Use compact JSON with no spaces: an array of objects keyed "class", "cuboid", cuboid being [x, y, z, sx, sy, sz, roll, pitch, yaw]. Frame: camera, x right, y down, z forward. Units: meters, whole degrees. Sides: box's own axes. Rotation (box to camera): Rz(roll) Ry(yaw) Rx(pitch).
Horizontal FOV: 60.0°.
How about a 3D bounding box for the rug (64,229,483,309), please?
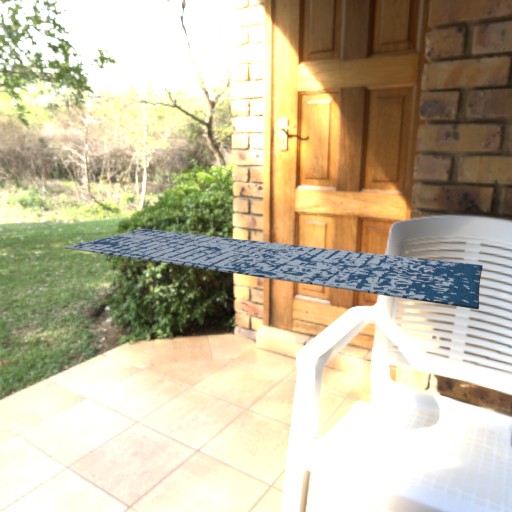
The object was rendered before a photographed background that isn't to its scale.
[{"class":"rug","cuboid":[0.000,0.000,2.672,2.435,0.011,0.750,7,16,27]}]
